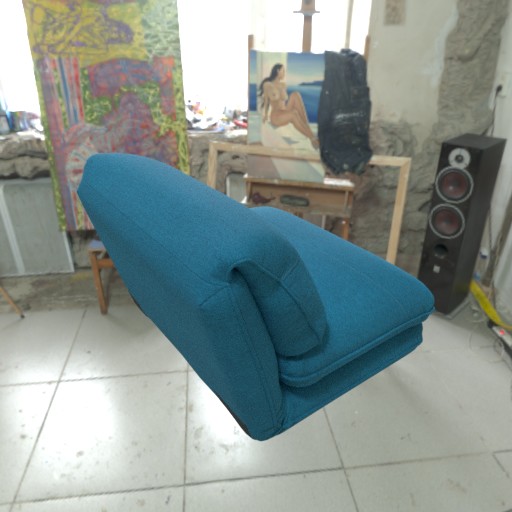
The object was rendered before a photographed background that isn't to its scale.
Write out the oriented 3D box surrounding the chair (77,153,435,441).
[{"bbox_3d":[0.000,0.000,1.337,0.780,0.580,0.820,-19,34,-31],"label":"chair"}]
